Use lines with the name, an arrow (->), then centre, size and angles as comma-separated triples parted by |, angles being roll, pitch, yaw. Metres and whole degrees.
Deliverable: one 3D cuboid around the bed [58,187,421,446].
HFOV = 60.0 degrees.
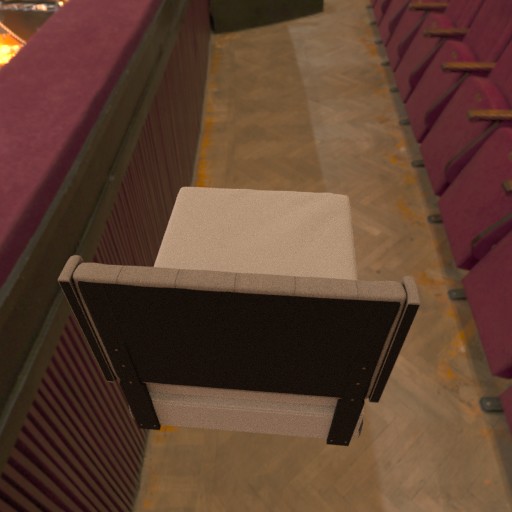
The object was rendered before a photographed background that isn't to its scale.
bed -> 0.000, 0.000, 3.345 | 1.719, 1.665, 2.066 | 3, 46, 3
